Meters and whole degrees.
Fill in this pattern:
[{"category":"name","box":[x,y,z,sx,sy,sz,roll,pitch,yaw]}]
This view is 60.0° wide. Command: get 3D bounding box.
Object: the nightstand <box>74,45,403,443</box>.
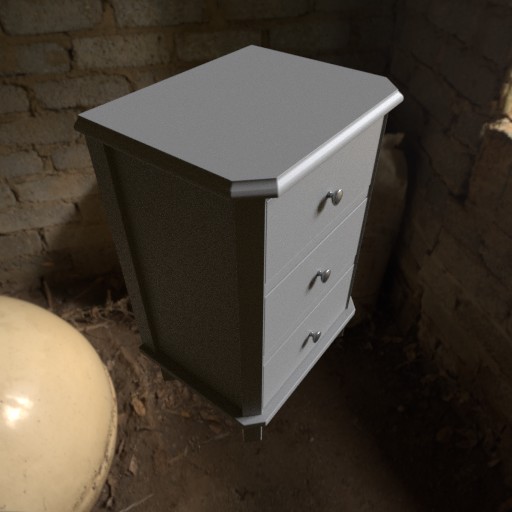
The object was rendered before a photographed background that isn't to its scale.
[{"category":"nightstand","box":[0.000,0.000,0.939,0.350,0.680,0.450,27,48,27]}]
